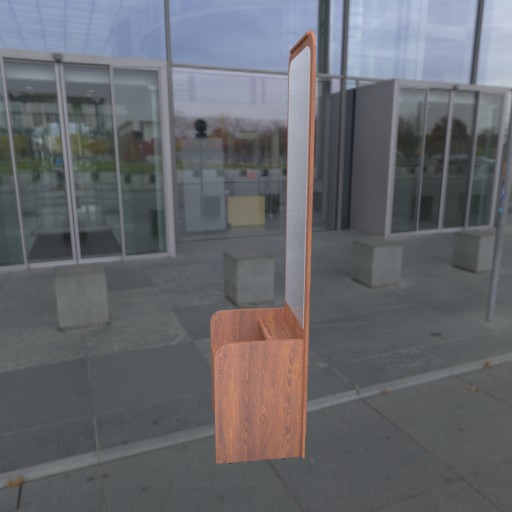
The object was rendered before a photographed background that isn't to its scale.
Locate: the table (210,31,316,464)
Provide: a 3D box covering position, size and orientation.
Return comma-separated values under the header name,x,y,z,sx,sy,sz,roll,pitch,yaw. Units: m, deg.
name,x,y,z,sx,sy,sz,roll,pitch,yaw
table,0.000,0.000,2.029,0.420,1.830,0.450,-2,13,-7
